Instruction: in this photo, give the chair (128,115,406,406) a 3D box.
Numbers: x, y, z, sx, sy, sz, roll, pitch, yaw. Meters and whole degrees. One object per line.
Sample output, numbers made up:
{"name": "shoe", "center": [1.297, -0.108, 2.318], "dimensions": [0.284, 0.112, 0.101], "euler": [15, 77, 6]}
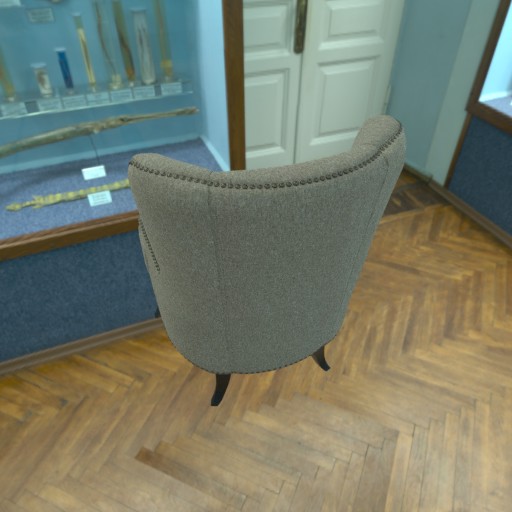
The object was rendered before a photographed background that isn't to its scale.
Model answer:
{"name": "chair", "center": [0.000, 0.000, 1.575], "dimensions": [0.759, 1.060, 0.758], "euler": [-13, 43, -15]}
